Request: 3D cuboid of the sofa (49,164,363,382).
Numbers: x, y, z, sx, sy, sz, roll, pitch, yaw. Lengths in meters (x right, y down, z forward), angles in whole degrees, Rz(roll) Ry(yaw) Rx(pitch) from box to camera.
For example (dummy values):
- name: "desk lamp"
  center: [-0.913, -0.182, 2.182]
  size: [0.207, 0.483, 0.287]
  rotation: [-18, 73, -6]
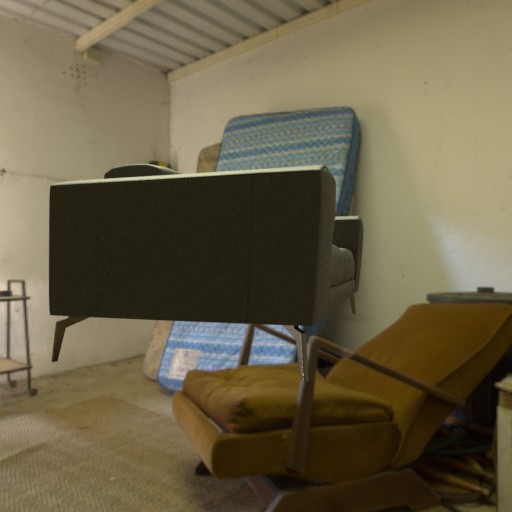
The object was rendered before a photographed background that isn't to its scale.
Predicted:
- name: "sofa"
  center: [0.000, 0.000, 2.322]
  size: [1.003, 0.779, 1.895]
  rotation: [0, -1, 17]
